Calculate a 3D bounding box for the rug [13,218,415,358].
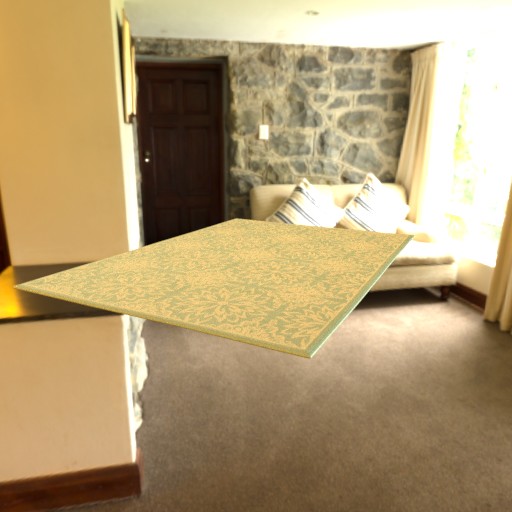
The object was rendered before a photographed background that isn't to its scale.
[{"bbox_3d":[0.000,0.000,2.799,1.589,0.014,2.205,8,17,27],"label":"rug"}]
